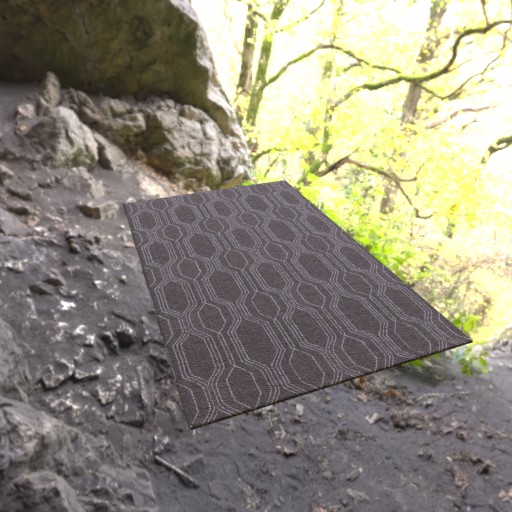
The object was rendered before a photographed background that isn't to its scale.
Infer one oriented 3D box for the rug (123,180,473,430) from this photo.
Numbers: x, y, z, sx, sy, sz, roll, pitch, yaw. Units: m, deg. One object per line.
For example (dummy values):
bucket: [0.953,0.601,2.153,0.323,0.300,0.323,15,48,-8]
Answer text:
rug: [0.000,0.000,3.101,1.541,0.012,2.457,-11,33,-18]
